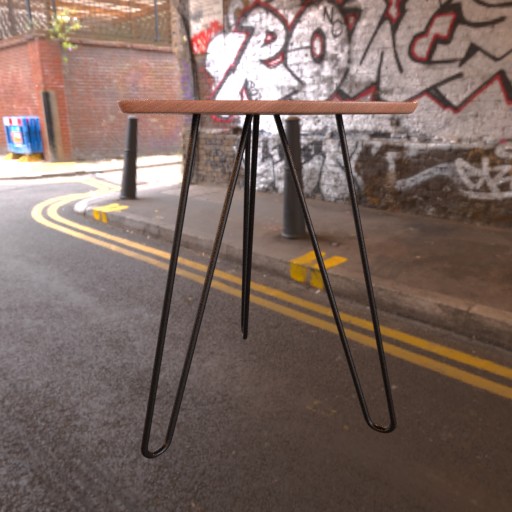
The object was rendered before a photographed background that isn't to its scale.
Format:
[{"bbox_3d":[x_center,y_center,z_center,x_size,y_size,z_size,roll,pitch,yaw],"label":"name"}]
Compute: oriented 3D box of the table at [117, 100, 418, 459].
[{"bbox_3d":[0.000,0.000,0.875,0.442,0.564,0.455,-3,17,-8],"label":"table"}]
